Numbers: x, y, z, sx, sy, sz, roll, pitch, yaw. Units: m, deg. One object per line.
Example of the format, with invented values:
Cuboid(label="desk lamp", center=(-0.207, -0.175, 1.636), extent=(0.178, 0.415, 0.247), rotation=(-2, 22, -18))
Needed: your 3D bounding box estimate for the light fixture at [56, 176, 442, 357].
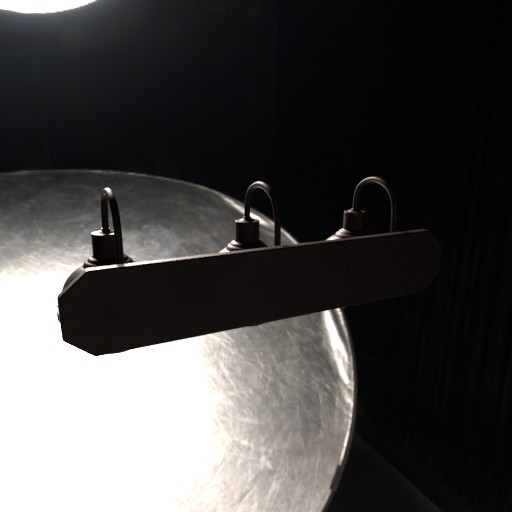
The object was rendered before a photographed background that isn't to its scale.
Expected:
Cuboid(label="light fixture", center=(0.000, 0.000, 0.757), extent=(0.634, 0.254, 0.229), rotation=(-7, 16, -26))
